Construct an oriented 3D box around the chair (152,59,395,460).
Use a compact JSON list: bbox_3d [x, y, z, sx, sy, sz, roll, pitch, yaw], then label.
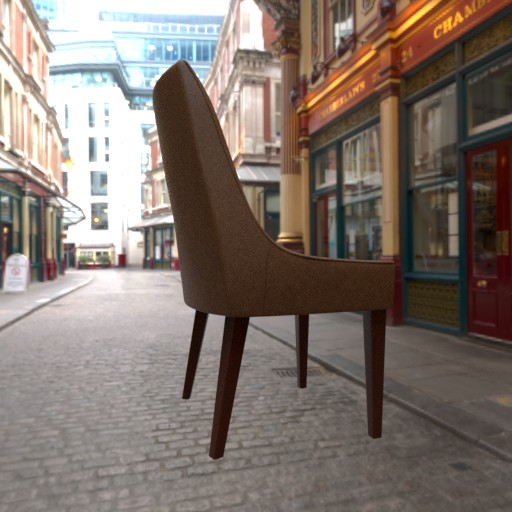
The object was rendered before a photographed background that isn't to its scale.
[{"bbox_3d":[0.000,0.000,1.188,0.544,0.861,0.529,0,-1,-17],"label":"chair"}]
